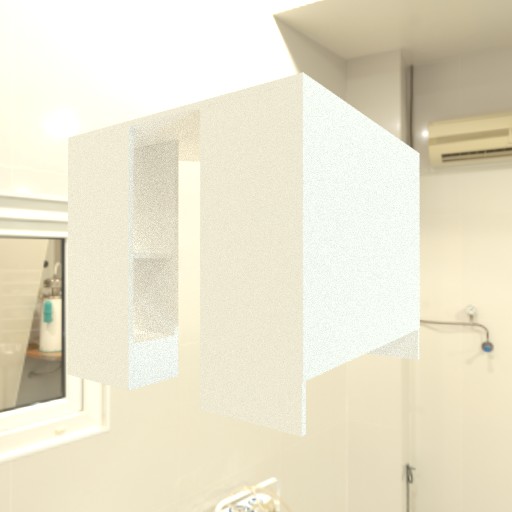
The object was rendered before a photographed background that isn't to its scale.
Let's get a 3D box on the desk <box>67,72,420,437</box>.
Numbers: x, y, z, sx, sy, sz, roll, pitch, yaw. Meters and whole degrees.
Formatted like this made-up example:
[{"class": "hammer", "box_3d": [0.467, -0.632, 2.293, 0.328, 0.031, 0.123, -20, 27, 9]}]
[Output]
[{"class": "desk", "box_3d": [0.000, 0.000, 1.644, 0.926, 0.818, 0.940, 0, 0, 35]}]
